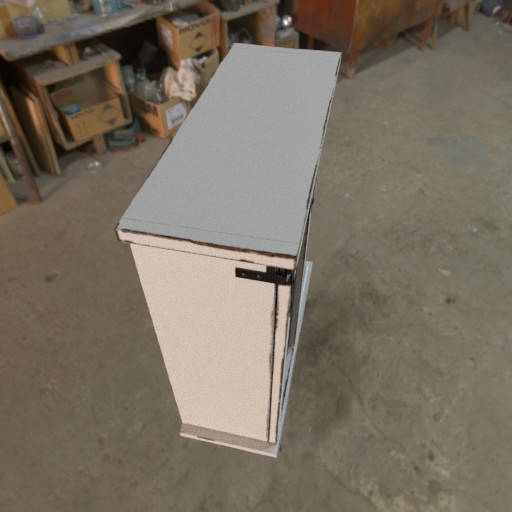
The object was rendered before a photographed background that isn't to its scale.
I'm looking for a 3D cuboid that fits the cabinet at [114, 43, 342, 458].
[{"bbox_3d":[0.000,0.000,0.886,0.210,0.603,0.541,9,47,9],"label":"cabinet"}]
